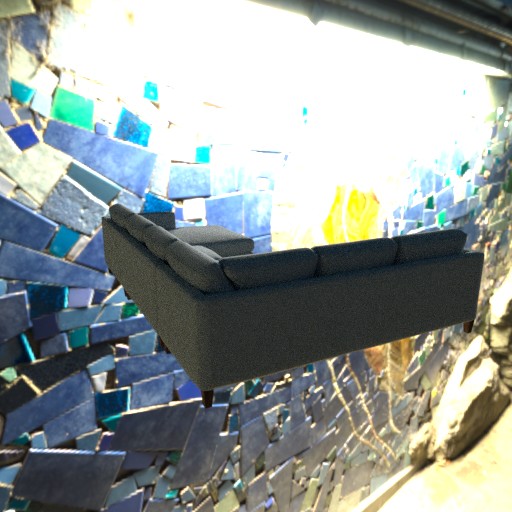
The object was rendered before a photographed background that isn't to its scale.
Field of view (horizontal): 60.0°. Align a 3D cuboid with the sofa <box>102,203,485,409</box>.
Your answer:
[{"bbox_3d":[0.000,0.000,4.579,2.551,0.889,3.403,-7,16,-27],"label":"sofa"}]
